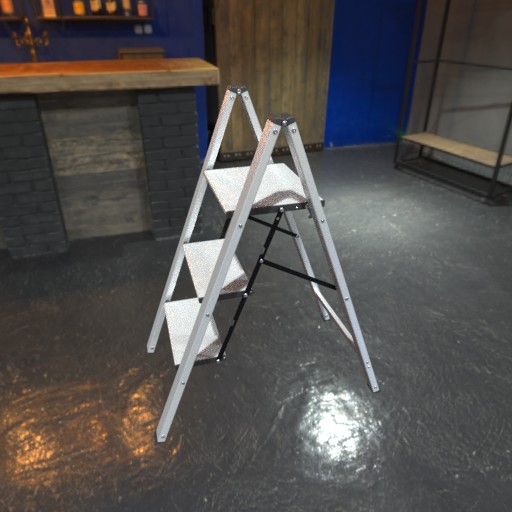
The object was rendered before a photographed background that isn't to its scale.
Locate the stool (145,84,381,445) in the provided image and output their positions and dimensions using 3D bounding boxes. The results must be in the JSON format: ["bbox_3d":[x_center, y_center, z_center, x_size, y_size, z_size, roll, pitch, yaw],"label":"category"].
[{"bbox_3d":[0.000,0.000,1.323,0.730,0.902,0.441,-8,31,-14],"label":"stool"}]
